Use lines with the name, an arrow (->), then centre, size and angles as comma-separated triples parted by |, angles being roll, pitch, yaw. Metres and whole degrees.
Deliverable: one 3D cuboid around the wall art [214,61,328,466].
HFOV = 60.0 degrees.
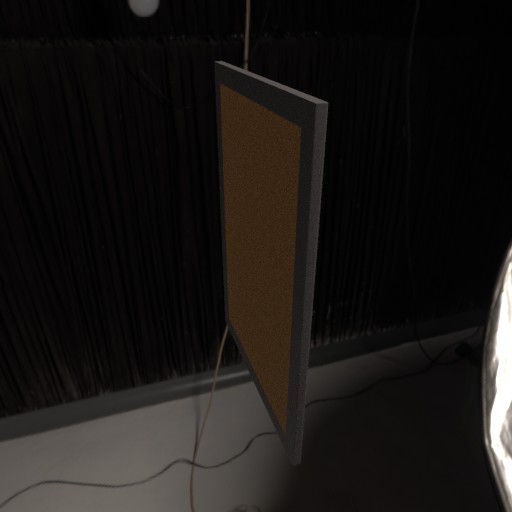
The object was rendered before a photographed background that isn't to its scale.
wall art -> 0.000, 0.000, 0.705 | 0.013, 0.534, 0.380 | -10, 31, -17
